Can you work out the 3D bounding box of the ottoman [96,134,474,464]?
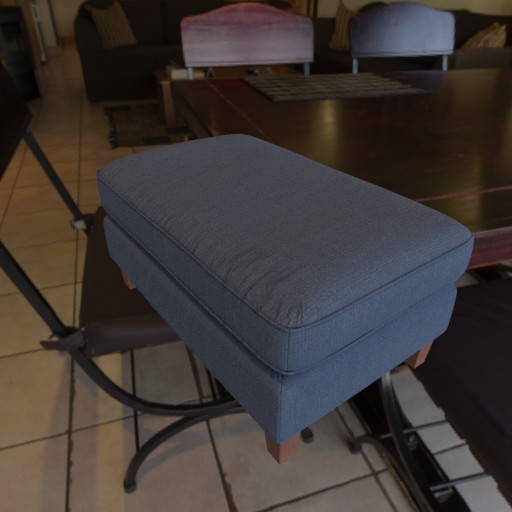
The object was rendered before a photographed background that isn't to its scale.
[{"bbox_3d":[0.000,0.000,1.190,0.570,0.438,0.885,-21,38,-30],"label":"ottoman"}]
